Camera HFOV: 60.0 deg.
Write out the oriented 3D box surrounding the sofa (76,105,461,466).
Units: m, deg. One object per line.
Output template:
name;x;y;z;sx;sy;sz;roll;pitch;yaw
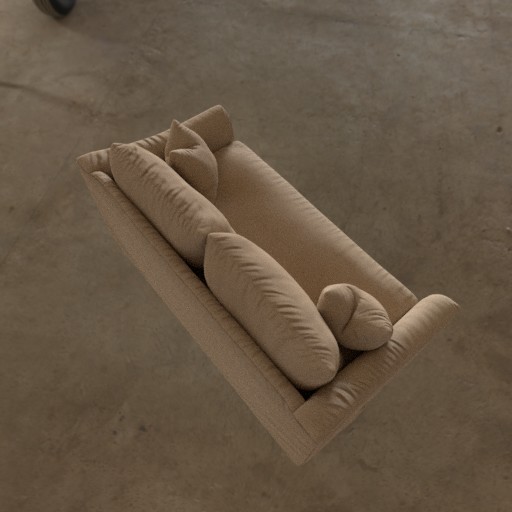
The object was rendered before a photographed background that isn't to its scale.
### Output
sofa;0.000;0.000;2.611;1.072;1.018;2.010;-36;65;-20
